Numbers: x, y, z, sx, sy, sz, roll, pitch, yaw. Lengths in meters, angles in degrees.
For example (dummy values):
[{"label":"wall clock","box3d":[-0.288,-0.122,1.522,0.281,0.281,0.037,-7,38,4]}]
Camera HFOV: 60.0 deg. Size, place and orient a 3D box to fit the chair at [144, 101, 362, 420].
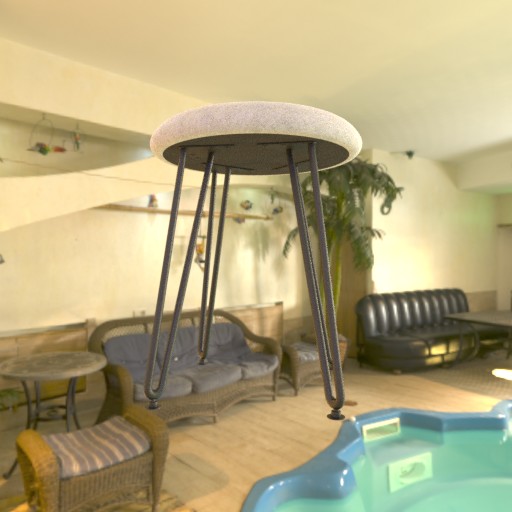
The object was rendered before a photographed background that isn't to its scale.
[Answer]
[{"label":"chair","box3d":[0.000,0.000,0.662,0.350,0.386,0.350,0,0,-36]}]
